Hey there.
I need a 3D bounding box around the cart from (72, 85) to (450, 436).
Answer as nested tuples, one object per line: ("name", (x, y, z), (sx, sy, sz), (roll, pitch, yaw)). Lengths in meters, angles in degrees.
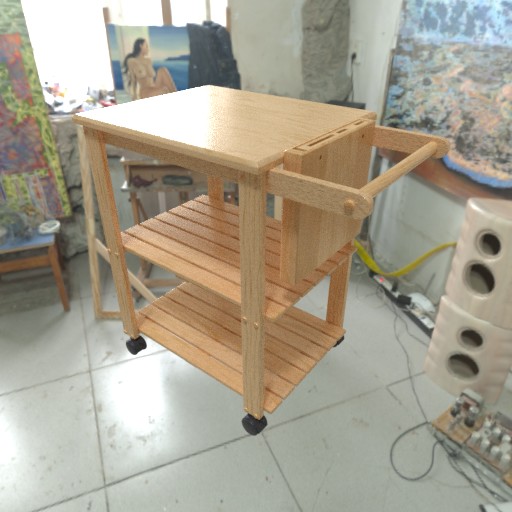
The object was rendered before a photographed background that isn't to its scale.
("cart", (0.000, 0.000, 1.319), (0.843, 0.816, 0.520), (22, 38, 32))
